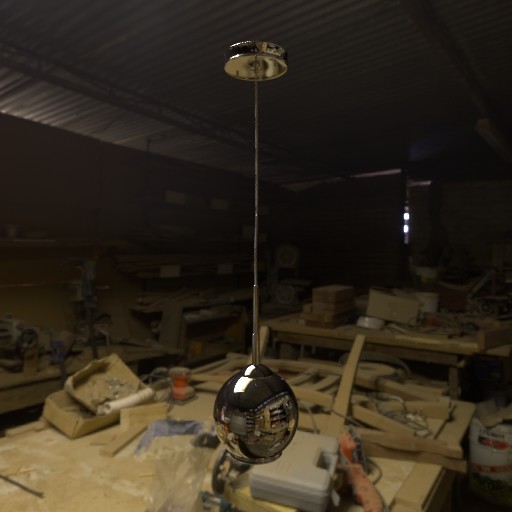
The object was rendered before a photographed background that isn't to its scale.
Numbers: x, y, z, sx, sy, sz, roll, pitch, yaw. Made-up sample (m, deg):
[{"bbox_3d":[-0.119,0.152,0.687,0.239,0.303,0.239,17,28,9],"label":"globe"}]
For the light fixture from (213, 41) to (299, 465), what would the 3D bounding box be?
[{"bbox_3d":[0.000,0.000,1.721,0.336,1.538,0.336,1,1,35],"label":"light fixture"}]
